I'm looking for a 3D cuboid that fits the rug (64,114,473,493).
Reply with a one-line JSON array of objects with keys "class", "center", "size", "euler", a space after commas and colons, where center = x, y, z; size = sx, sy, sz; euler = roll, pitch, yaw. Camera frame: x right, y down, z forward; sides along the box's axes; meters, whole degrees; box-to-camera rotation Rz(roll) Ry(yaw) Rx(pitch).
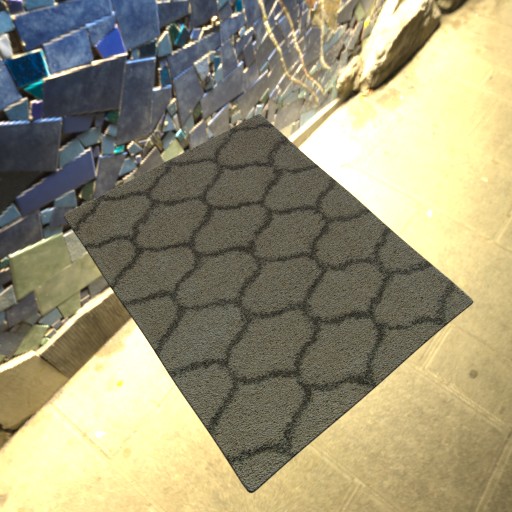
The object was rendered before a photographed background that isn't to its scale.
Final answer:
[{"class": "rug", "center": [0.000, 0.000, 4.020], "size": [2.399, 0.026, 3.000], "euler": [-33, 63, -19]}]
